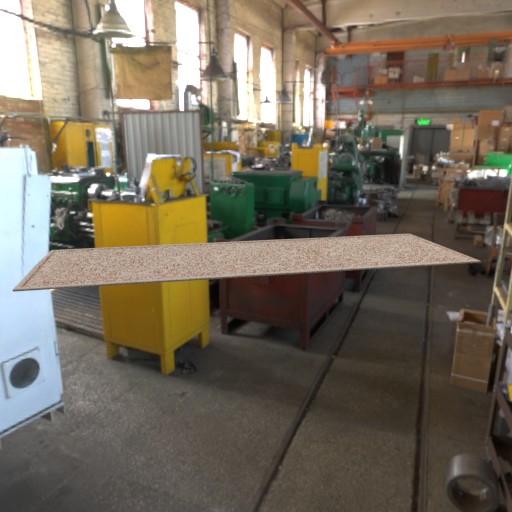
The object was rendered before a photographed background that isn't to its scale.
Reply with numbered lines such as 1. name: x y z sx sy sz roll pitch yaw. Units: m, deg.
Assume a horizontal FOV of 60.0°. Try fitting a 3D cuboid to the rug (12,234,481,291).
1. rug: 0.000 0.000 2.627 2.448 0.012 0.769 -3 15 -11
